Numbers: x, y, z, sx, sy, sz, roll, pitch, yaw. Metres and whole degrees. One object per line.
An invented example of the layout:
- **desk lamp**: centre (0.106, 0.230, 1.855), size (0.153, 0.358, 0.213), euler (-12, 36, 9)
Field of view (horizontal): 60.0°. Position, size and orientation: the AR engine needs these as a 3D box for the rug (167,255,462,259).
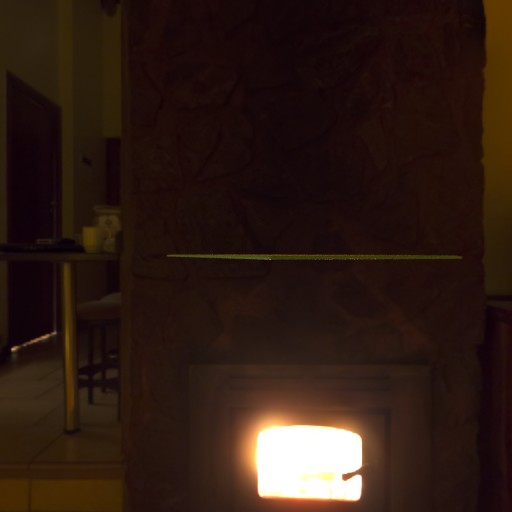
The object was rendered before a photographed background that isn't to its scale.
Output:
- **rug**: centre (0.000, 0.000, 2.353), size (0.662, 0.011, 2.196), euler (0, 0, -18)
